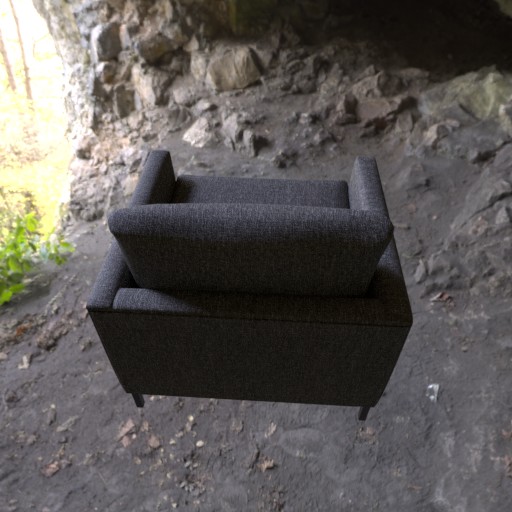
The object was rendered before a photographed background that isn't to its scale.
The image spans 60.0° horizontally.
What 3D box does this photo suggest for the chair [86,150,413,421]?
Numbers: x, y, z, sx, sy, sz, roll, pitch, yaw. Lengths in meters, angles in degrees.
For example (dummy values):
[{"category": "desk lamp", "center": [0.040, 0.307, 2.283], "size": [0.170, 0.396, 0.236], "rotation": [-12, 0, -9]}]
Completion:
[{"category": "chair", "center": [0.000, 0.000, 1.680], "size": [0.963, 0.861, 0.866], "rotation": [2, 45, 2]}]
